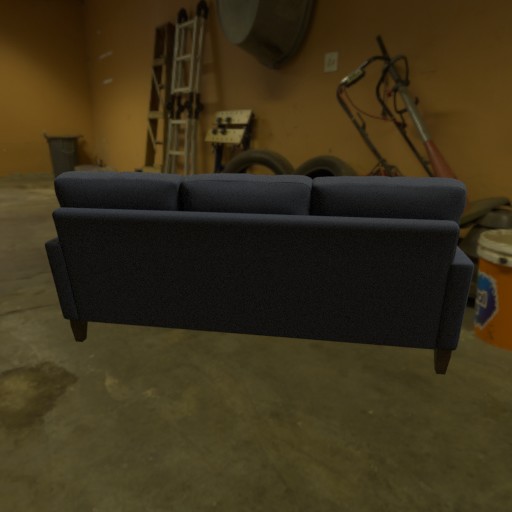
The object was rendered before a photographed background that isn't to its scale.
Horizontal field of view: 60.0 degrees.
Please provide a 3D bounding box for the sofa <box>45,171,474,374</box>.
[{"bbox_3d":[0.000,0.000,2.550,2.115,0.984,0.888,3,16,10],"label":"sofa"}]
